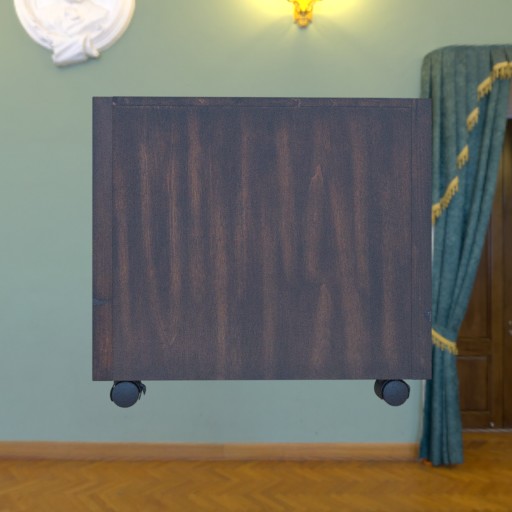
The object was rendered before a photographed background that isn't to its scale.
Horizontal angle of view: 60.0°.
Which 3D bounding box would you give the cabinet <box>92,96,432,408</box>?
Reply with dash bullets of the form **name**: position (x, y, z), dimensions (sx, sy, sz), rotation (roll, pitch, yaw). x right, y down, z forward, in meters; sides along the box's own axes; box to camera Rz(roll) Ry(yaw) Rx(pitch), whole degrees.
- **cabinet**: position (0.000, 0.000, 0.835), dimensions (0.500, 0.455, 0.402), rotation (0, 0, -1)
